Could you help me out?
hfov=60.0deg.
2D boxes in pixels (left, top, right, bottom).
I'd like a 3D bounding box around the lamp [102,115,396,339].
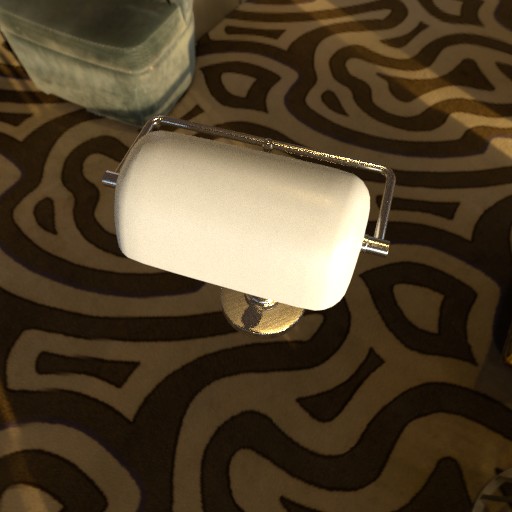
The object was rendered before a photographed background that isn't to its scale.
[{"bbox_3d":[0.000,0.000,0.556,0.269,0.404,0.227,15,59,9],"label":"lamp"}]
